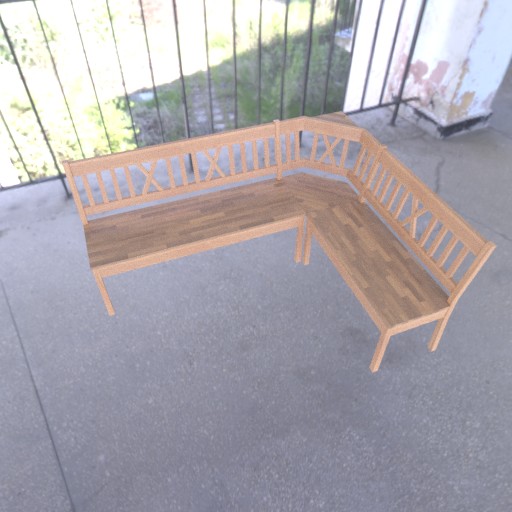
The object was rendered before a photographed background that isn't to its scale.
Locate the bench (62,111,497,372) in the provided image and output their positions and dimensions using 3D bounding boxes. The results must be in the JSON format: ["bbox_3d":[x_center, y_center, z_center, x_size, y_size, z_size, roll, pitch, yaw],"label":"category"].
[{"bbox_3d":[0.000,0.000,2.749,1.937,0.902,1.537,-15,47,-15],"label":"bench"}]
